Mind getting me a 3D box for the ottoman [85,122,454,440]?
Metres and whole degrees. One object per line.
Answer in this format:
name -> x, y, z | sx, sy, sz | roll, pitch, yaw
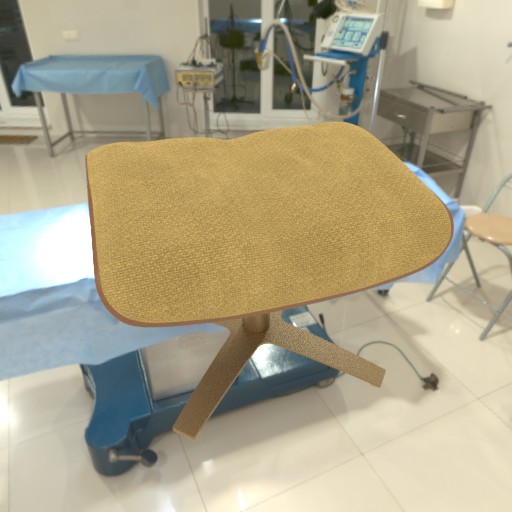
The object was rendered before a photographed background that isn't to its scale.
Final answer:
ottoman -> 0.000, 0.000, 0.800 | 0.520, 0.391, 0.394 | -10, 34, -15
